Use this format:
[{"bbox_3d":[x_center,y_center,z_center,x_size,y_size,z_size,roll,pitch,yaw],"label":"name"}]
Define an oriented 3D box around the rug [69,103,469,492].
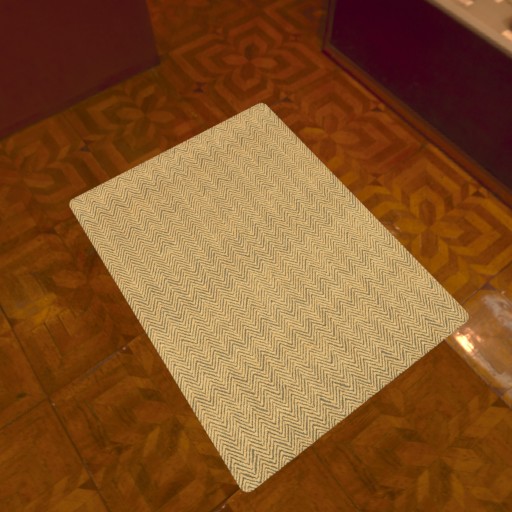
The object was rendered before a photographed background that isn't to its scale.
[{"bbox_3d":[0.000,0.000,4.220,2.439,0.014,3.207,-32,67,-15],"label":"rug"}]
